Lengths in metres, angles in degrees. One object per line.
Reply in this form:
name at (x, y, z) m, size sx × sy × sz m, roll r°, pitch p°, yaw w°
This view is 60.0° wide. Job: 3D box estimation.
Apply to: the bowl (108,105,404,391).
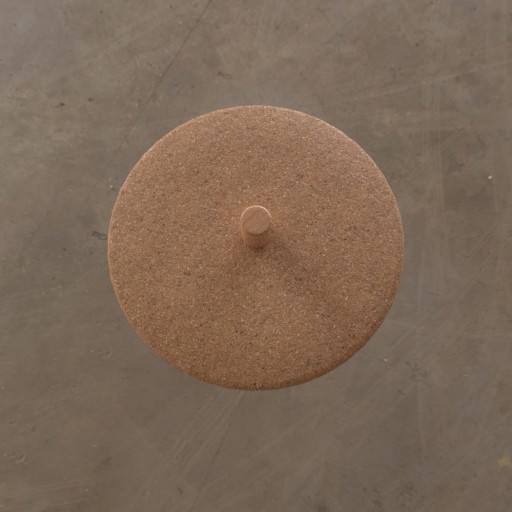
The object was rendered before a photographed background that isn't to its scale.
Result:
bowl at (0.000, 0.000, 0.221) m, size 0.126 × 0.110 × 0.126 m, roll 0°, pitch 76°, yaw 0°
